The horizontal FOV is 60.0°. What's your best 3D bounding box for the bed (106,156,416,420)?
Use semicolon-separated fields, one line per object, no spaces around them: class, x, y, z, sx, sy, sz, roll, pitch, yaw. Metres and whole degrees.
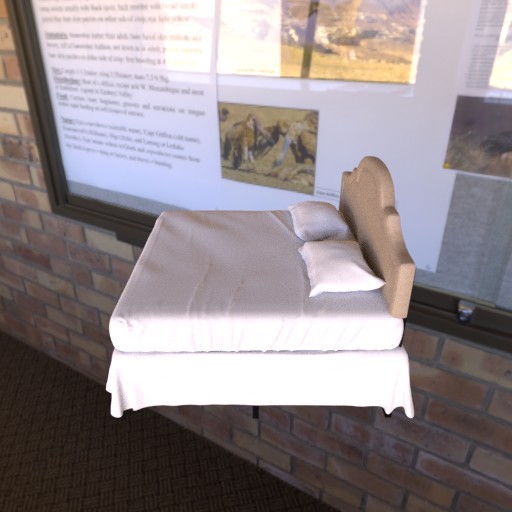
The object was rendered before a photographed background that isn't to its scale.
bed;0.000;0.000;3.743;2.222;1.631;2.303;0;27;-1
